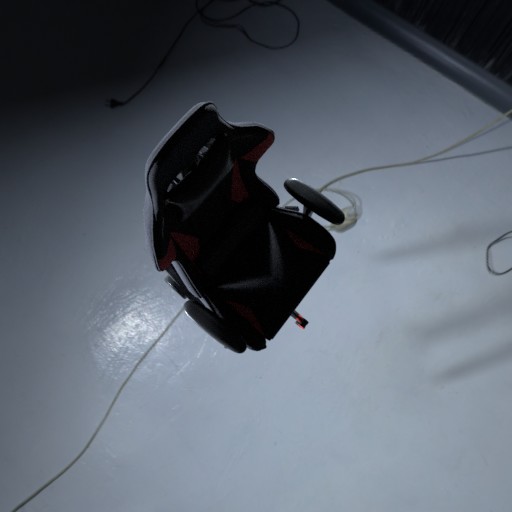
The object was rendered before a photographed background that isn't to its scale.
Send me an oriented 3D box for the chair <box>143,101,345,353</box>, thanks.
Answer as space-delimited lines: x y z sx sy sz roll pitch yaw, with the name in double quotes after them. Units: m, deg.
0.000 0.000 1.728 0.658 1.326 0.695 37 78 9 "chair"
